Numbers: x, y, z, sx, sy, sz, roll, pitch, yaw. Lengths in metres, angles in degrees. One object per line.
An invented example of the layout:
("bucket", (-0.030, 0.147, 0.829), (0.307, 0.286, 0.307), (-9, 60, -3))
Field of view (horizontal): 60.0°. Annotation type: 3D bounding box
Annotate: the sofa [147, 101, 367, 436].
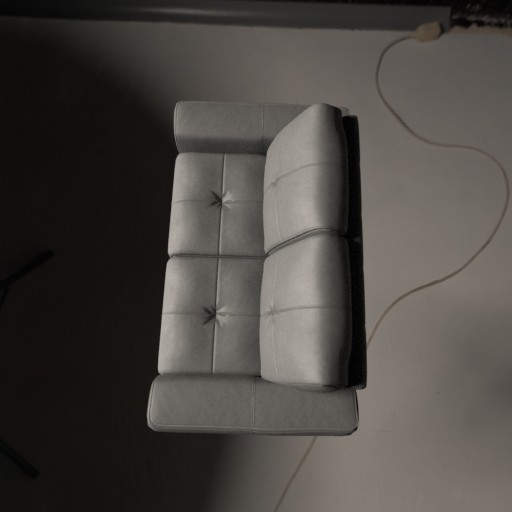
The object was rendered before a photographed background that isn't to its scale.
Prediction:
("sofa", (0.000, 0.000, 2.395), (1.018, 0.907, 1.806), (2, 75, 0))
